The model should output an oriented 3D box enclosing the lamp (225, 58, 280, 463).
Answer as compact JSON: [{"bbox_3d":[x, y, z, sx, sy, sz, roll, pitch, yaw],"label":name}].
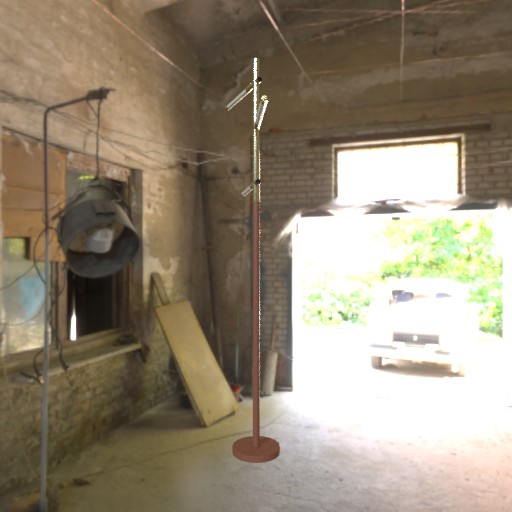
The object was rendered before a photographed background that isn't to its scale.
[{"bbox_3d":[0.000,0.000,1.929,0.209,1.704,0.737,0,0,-18],"label":"lamp"}]
